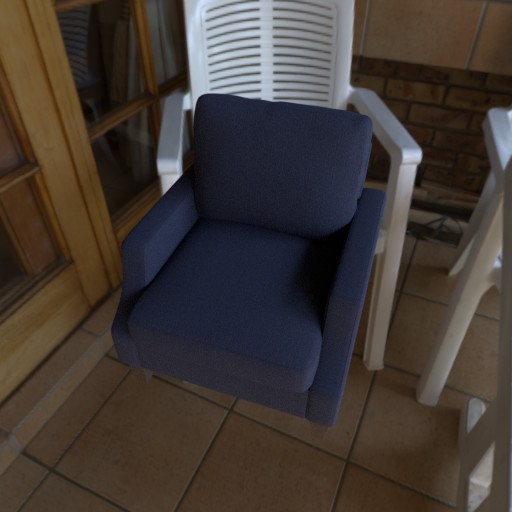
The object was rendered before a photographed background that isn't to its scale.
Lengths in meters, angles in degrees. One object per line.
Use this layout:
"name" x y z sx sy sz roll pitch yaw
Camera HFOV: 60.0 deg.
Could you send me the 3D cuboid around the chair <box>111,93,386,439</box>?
"chair" 0.000 0.000 1.701 0.855 0.991 0.897 13 43 14
